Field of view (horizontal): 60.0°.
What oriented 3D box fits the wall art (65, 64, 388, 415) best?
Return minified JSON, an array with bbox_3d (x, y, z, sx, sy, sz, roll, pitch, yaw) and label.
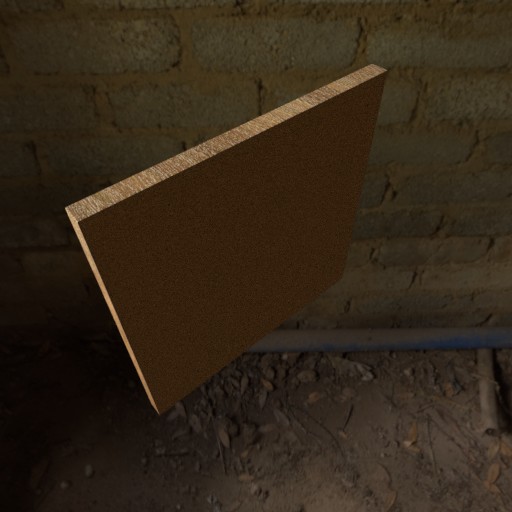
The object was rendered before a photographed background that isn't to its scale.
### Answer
[{"bbox_3d":[0.000,0.000,0.913,0.611,0.608,0.042,-33,56,-26],"label":"wall art"}]
